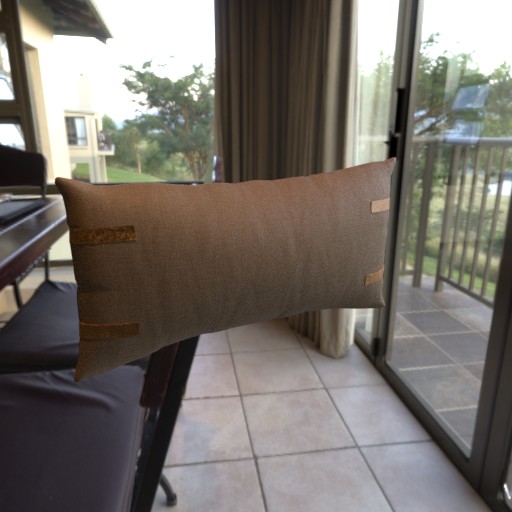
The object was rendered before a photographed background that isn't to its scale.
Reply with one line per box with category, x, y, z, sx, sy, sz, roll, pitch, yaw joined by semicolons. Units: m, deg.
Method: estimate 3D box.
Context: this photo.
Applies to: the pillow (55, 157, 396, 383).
pillow;0.000;0.000;0.752;0.612;0.308;0.148;-9;19;-27
